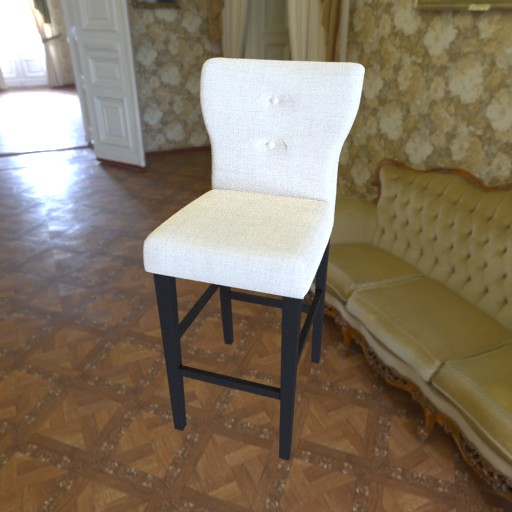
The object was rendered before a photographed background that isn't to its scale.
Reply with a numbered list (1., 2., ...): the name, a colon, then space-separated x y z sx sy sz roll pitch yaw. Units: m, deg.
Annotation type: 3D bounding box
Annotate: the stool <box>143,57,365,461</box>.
1. stool: 0.000 0.000 1.426 0.516 1.124 0.603 9 29 16
